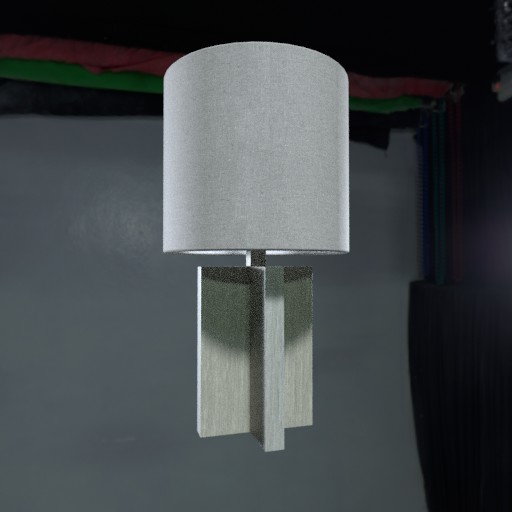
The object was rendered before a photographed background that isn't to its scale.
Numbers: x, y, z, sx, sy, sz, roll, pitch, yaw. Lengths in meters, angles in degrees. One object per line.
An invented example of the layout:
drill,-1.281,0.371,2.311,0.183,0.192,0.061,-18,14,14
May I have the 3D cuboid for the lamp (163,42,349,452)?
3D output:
lamp,0.000,0.000,0.556,0.229,0.428,0.229,0,-1,-17
